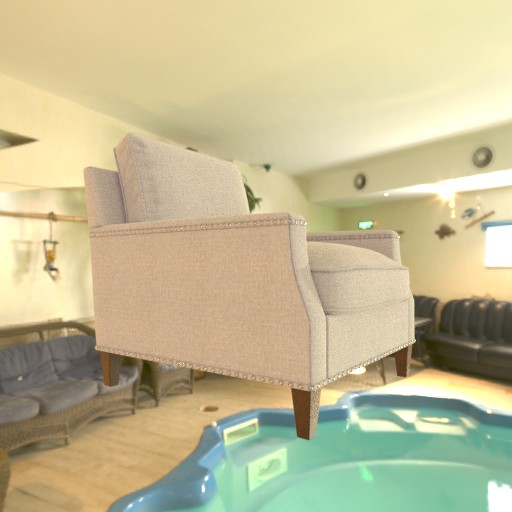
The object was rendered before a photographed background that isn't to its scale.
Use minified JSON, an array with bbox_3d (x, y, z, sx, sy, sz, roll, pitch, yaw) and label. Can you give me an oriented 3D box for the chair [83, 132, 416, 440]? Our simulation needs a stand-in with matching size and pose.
[{"bbox_3d":[0.000,0.000,1.709,1.014,0.943,0.853,-1,-1,36],"label":"chair"}]
